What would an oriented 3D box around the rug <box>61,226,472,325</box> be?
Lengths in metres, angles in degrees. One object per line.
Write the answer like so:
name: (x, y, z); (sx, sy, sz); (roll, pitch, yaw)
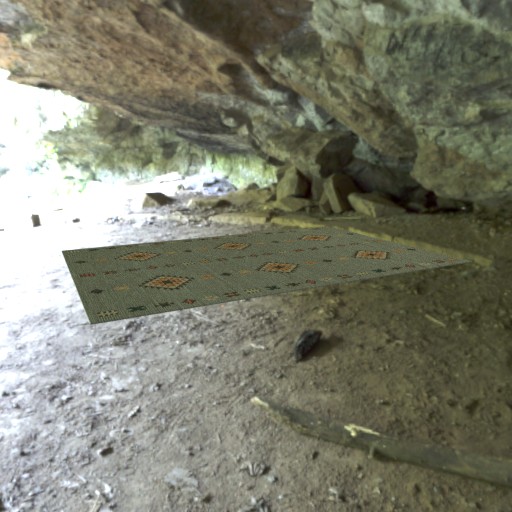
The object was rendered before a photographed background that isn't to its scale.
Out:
rug: (0.000, 0.000, 2.350); (1.818, 0.005, 1.217); (-7, 15, -26)
